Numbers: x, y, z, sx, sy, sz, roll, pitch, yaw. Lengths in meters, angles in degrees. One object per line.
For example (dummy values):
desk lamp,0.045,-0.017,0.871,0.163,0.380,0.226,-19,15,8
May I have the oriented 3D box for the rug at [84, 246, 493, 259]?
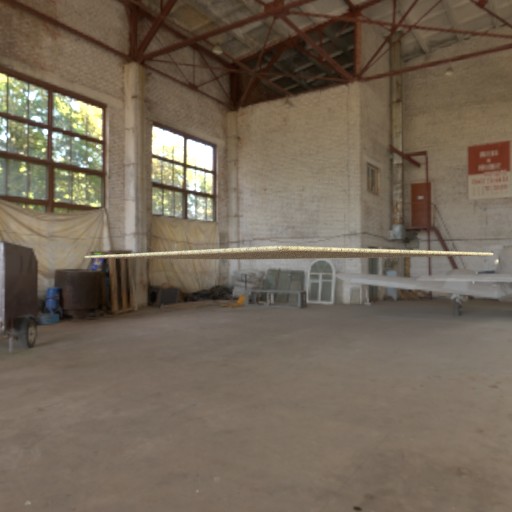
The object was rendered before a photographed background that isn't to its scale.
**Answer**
rug,0.000,0.000,2.320,1.243,0.014,1.846,1,-1,-37
